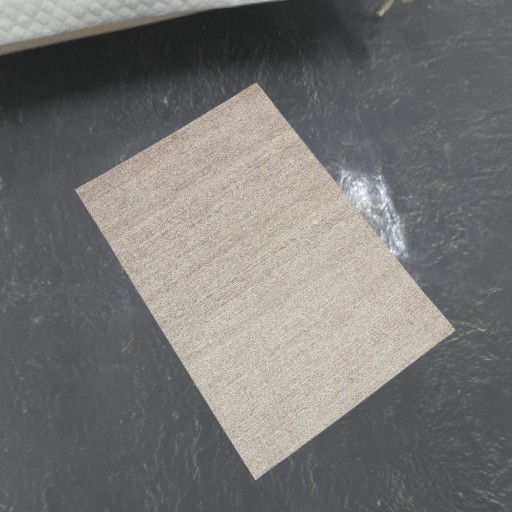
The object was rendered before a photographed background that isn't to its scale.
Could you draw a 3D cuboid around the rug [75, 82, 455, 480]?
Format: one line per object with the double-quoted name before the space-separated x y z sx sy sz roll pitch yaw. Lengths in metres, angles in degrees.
"rug" 0.000 0.000 3.071 1.609 0.030 2.342 -33 76 -9
